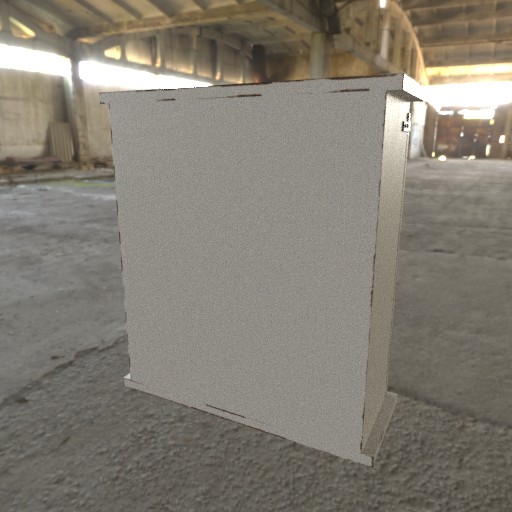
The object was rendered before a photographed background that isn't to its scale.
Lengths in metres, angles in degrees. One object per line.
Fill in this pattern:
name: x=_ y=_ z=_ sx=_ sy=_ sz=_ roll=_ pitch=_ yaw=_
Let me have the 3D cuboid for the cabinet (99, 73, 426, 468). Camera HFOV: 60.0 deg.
cabinet: x=0.000 y=0.000 z=0.859 sx=0.541 sy=0.603 sz=0.210 roll=8 pitch=17 yaw=27
